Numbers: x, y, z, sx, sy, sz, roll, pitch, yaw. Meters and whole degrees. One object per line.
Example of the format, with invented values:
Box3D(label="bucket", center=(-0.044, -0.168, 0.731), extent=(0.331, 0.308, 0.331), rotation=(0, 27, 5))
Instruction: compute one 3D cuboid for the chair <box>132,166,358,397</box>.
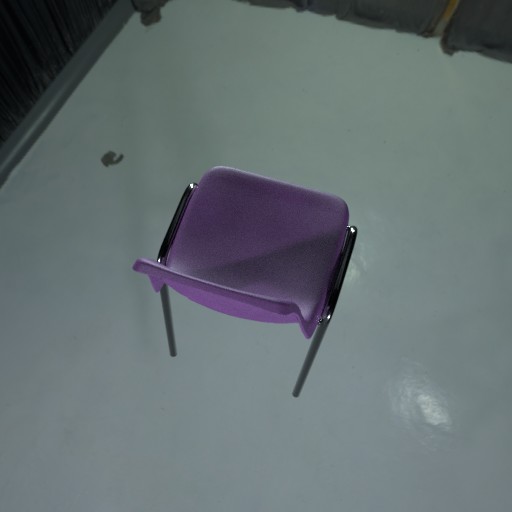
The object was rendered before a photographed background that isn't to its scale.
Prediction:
Box3D(label="chair", center=(0.000, 0.000, 0.938), extent=(0.381, 0.654, 0.432), rotation=(16, 65, 8))
